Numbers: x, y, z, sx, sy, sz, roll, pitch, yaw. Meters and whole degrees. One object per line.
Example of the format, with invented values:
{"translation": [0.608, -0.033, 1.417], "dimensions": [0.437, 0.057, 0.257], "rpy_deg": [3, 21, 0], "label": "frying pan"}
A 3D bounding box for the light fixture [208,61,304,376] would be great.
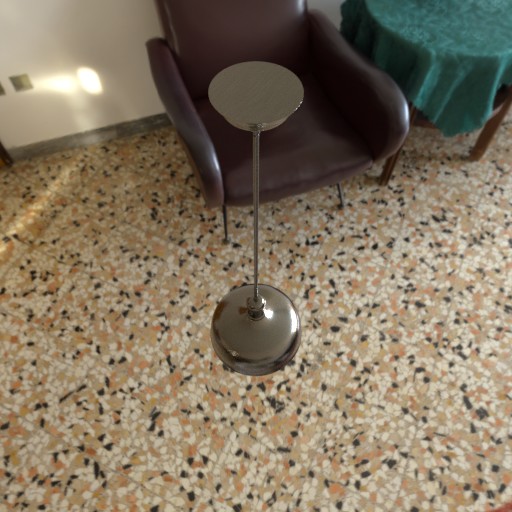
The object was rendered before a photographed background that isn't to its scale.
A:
{"translation": [0.000, 0.000, 1.059], "dimensions": [0.299, 0.935, 0.299], "rpy_deg": [31, 63, 18], "label": "light fixture"}
